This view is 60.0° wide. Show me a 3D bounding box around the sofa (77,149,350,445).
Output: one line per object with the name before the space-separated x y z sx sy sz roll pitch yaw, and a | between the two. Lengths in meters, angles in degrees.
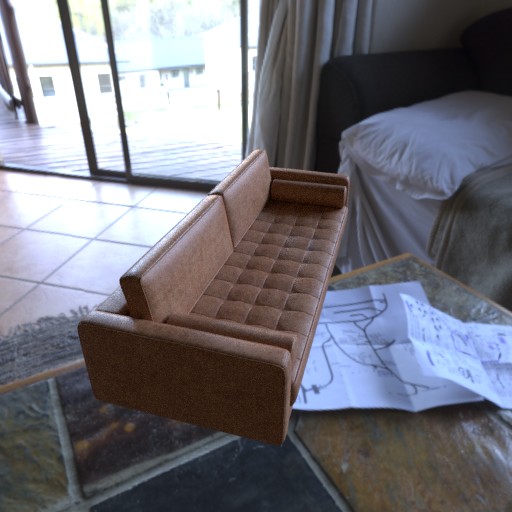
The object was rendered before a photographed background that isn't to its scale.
sofa | 0.000 0.000 2.708 0.919 0.770 2.200 8 31 14
